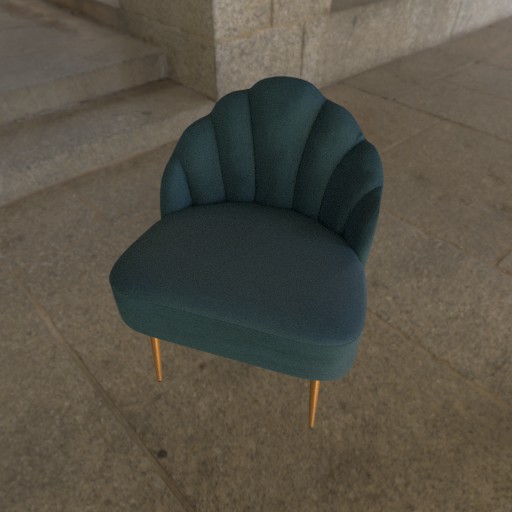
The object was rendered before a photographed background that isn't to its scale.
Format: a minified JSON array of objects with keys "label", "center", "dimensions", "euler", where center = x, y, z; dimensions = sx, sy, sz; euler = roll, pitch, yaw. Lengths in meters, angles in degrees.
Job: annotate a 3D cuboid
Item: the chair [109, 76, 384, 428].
[{"label":"chair","center":[0.000,0.000,1.270],"dimensions":[0.657,0.819,0.599],"euler":[12,43,14]}]
